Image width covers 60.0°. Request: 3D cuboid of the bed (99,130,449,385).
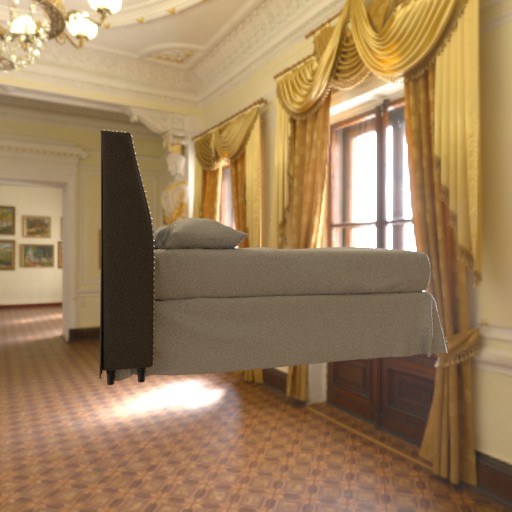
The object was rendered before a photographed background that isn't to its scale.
[{"bbox_3d":[0.000,0.000,3.486,2.276,1.332,1.925,0,0,-18],"label":"bed"}]
